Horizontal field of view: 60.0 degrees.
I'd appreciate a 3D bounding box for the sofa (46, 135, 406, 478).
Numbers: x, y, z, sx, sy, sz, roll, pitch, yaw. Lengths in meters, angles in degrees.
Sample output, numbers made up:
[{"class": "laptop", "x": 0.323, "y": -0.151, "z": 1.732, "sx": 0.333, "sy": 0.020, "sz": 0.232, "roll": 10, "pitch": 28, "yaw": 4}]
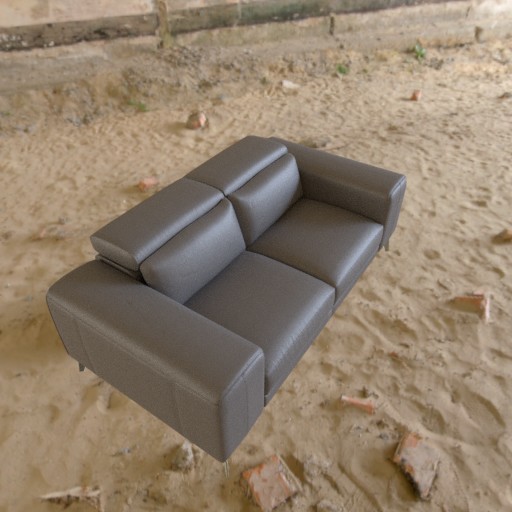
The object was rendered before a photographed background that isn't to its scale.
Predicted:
[{"class": "sofa", "x": 0.000, "y": 0.000, "z": 2.485, "sx": 1.024, "sy": 0.753, "sz": 1.930, "roll": 24, "pitch": 46, "yaw": 25}]
